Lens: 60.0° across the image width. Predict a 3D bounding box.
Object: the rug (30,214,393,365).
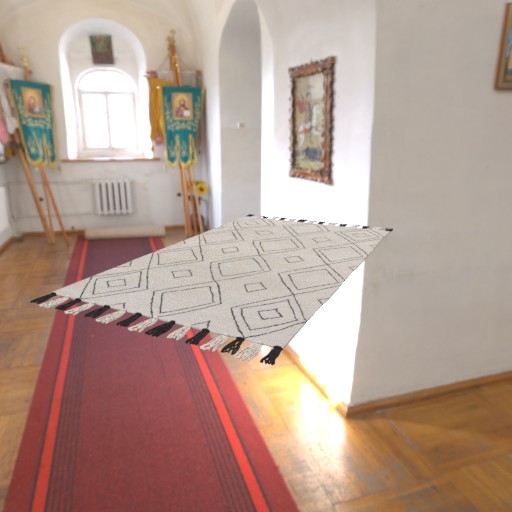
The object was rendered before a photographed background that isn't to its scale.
[{"bbox_3d":[0.000,0.000,3.326,1.524,0.021,2.755,8,19,25],"label":"rug"}]
